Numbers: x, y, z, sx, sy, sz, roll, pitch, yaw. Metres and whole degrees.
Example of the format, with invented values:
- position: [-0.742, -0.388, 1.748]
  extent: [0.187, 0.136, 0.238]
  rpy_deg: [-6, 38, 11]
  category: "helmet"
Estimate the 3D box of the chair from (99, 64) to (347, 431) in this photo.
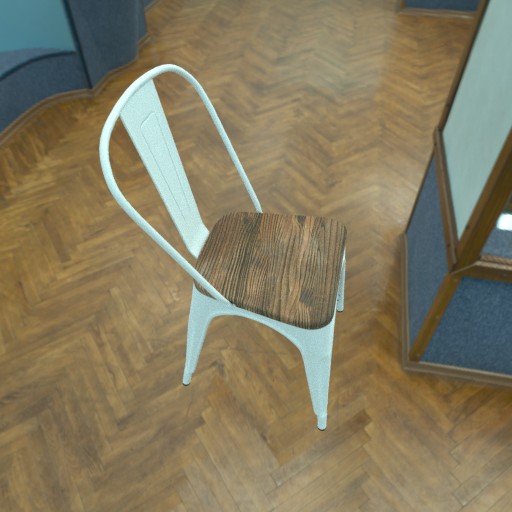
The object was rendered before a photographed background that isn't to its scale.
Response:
- position: [0.000, 0.000, 1.143]
  extent: [0.521, 0.851, 0.452]
  rpy_deg: [10, 47, 10]
  category: "chair"
